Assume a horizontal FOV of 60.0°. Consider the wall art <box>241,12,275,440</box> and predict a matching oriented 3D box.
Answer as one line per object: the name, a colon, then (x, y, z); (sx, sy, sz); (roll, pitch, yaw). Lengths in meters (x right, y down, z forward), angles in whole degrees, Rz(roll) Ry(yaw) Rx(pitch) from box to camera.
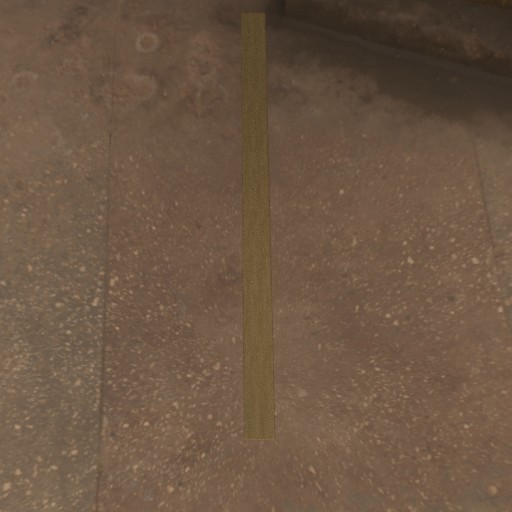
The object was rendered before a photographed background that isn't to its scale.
wall art: (0.000, 0.000, 0.740); (0.031, 0.506, 0.503); (-1, 75, 0)
